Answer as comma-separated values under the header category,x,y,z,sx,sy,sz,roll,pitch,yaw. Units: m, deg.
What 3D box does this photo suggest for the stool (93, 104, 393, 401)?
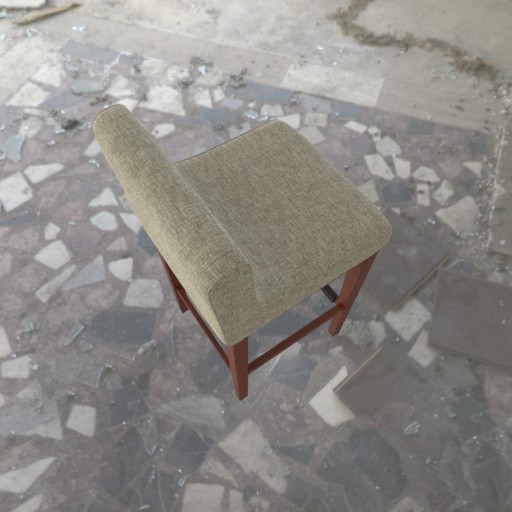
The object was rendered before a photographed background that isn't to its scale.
category,x,y,z,sx,sy,sz,roll,pitch,yaw
stool,0.000,0.000,1.115,0.459,0.835,0.417,-30,63,-17
